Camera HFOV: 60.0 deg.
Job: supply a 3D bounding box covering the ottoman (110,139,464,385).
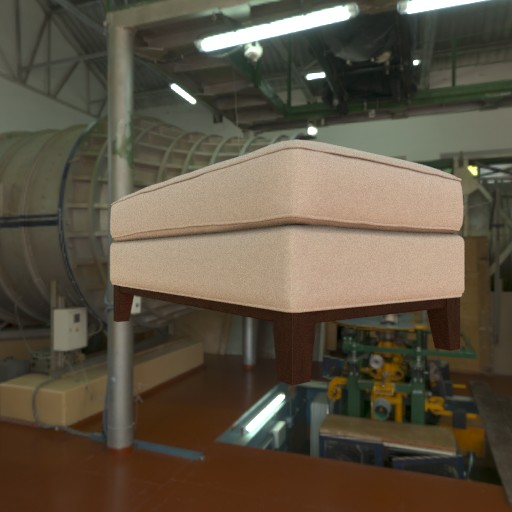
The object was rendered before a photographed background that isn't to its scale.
[{"bbox_3d":[0.000,0.000,1.476,0.648,0.508,1.143,0,0,-36],"label":"ottoman"}]
